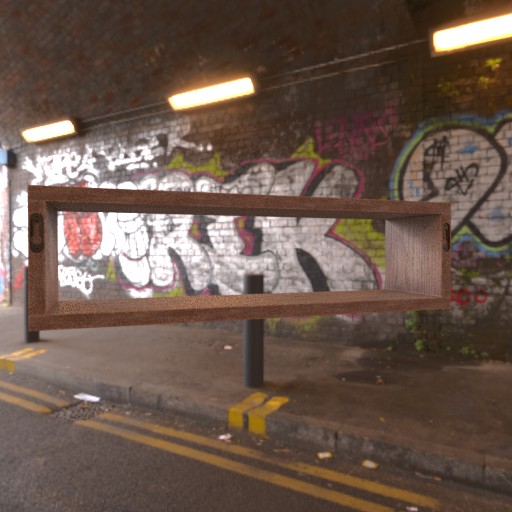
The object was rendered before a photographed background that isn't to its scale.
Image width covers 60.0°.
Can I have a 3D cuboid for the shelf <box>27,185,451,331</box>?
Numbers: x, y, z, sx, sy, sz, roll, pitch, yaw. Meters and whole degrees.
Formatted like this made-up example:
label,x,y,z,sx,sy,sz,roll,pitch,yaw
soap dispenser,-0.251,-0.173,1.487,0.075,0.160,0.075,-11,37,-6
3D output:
label,x,y,z,sx,sy,sz,roll,pitch,yaw
shelf,0.000,0.000,0.683,0.610,0.170,0.150,0,1,-19
